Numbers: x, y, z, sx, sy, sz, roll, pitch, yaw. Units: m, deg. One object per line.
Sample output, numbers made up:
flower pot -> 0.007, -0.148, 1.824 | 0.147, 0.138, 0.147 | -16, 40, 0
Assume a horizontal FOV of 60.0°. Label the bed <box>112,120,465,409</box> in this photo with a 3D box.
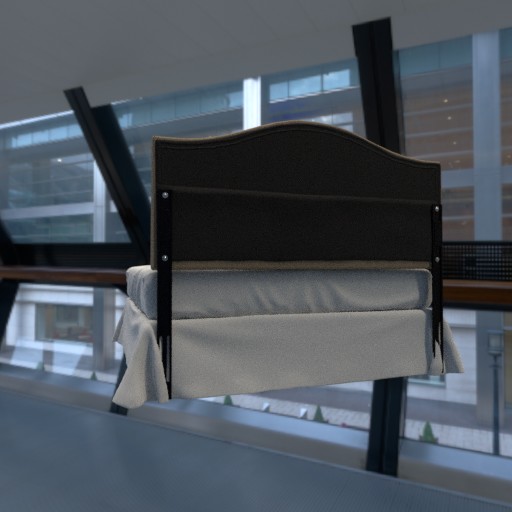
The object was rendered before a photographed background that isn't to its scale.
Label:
bed -> 0.000, 0.000, 3.706 | 2.311, 1.651, 2.222 | 0, -1, -19
